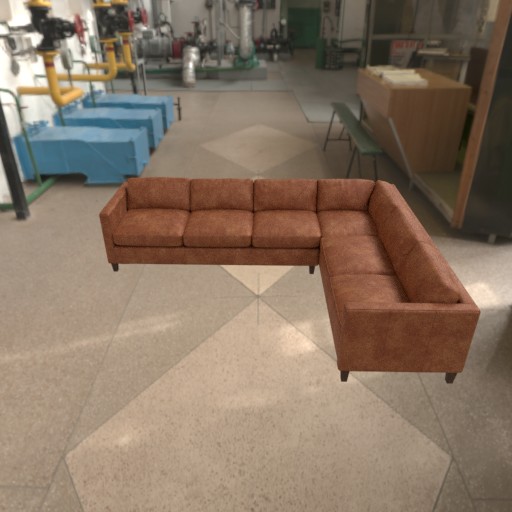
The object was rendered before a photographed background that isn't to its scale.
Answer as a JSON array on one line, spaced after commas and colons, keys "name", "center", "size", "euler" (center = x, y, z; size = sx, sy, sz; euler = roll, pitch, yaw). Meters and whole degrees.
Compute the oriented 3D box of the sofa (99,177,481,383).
[{"name": "sofa", "center": [0.000, 0.000, 4.240], "size": [3.167, 0.838, 2.438], "euler": [1, 30, 1]}]
